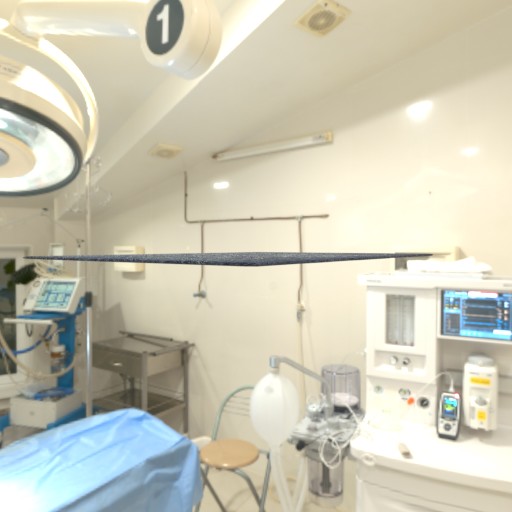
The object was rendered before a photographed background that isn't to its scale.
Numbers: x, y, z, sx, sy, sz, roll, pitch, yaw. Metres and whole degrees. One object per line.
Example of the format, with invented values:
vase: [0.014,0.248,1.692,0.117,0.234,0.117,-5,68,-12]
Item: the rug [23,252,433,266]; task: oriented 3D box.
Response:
rug: [0.000,0.000,4.204,2.385,0.024,3.245,1,2,36]
